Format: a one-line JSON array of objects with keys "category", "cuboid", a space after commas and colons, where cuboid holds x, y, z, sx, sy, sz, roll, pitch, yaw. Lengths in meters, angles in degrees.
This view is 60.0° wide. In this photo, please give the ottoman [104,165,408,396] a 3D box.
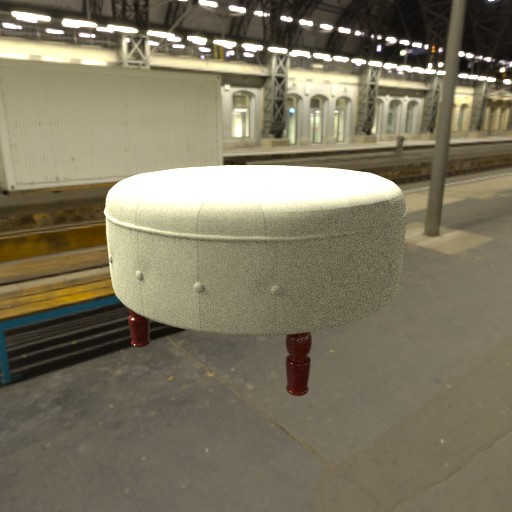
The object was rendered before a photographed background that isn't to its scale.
[{"category": "ottoman", "cuboid": [0.000, 0.000, 1.351, 0.850, 0.483, 0.850, 0, 17, 0]}]
